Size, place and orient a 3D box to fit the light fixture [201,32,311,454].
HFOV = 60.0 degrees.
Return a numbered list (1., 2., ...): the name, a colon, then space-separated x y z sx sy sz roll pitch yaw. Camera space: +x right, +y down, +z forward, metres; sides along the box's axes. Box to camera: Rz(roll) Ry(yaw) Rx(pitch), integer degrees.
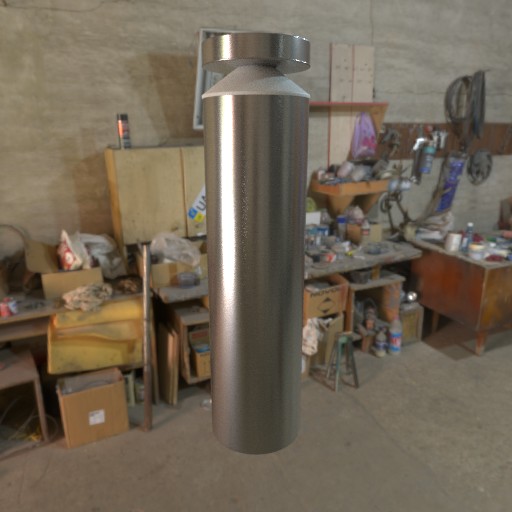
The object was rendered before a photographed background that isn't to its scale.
1. light fixture: 0.000 0.000 0.458 0.102 0.400 0.102 8 17 28
